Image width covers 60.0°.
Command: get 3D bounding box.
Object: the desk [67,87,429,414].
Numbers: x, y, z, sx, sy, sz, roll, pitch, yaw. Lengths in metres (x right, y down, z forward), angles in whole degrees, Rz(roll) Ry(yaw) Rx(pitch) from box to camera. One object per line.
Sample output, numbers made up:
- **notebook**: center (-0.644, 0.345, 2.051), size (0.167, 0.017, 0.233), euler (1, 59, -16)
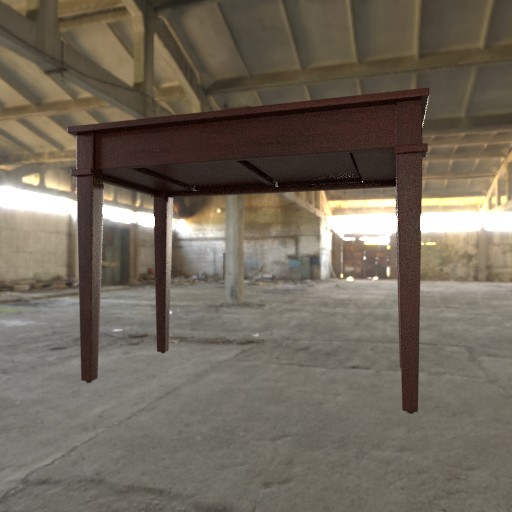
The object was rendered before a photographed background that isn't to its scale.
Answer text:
- **desk**: center (0.000, 0.000, 1.420), size (1.001, 0.762, 0.549), euler (0, -1, 17)
